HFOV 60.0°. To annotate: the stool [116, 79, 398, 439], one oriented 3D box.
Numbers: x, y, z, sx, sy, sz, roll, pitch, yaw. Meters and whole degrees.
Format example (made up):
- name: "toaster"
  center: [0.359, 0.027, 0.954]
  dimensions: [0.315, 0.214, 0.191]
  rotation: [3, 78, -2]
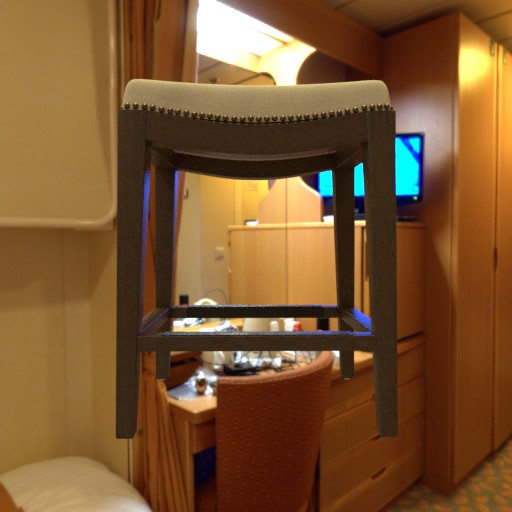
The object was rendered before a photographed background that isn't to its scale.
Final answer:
- name: "stool"
  center: [0.000, 0.000, 0.952]
  dimensions: [0.500, 0.642, 0.361]
  rotation: [0, 2, -1]
